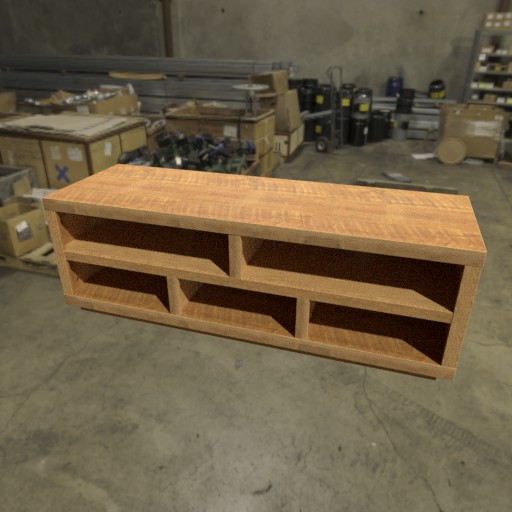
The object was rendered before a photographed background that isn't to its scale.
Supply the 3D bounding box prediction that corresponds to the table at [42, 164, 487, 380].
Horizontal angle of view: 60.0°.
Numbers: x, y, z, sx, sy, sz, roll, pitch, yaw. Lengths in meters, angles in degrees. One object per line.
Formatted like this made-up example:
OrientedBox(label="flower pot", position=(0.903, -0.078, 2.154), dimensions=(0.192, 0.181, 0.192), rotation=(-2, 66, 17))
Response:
OrientedBox(label="table", position=(0.000, 0.000, 1.750), dimensions=(1.499, 0.491, 0.499), rotation=(8, 28, 16))
